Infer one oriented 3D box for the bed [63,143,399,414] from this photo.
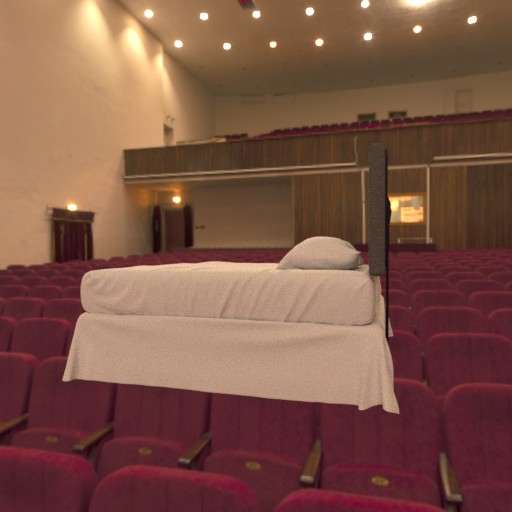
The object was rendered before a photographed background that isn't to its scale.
[{"bbox_3d":[0.000,0.000,3.681,2.219,1.651,2.314,0,0,16],"label":"bed"}]
